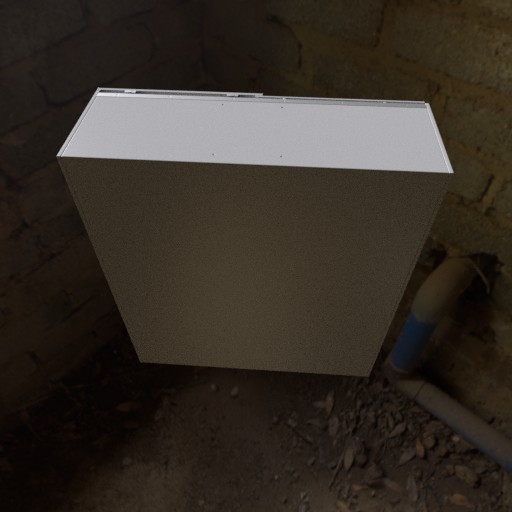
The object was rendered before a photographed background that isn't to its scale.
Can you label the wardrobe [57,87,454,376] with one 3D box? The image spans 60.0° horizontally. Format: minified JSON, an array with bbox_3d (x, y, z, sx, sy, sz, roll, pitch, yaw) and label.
[{"bbox_3d":[0.000,0.000,2.918,1.780,1.960,0.629,3,49,3],"label":"wardrobe"}]
